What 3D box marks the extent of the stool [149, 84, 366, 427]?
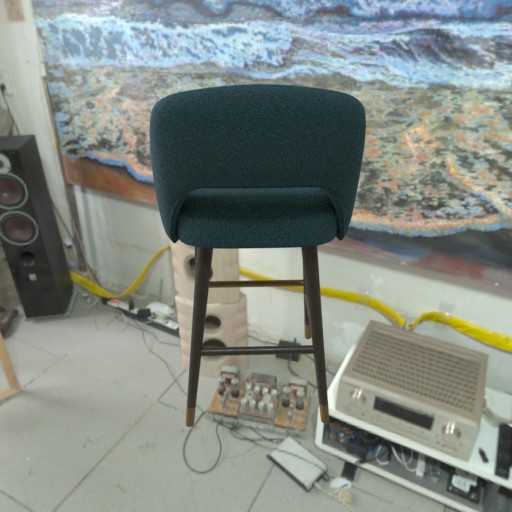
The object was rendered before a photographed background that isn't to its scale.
[{"bbox_3d":[0.000,0.000,1.331,0.536,1.032,0.522,-1,29,-2],"label":"stool"}]
